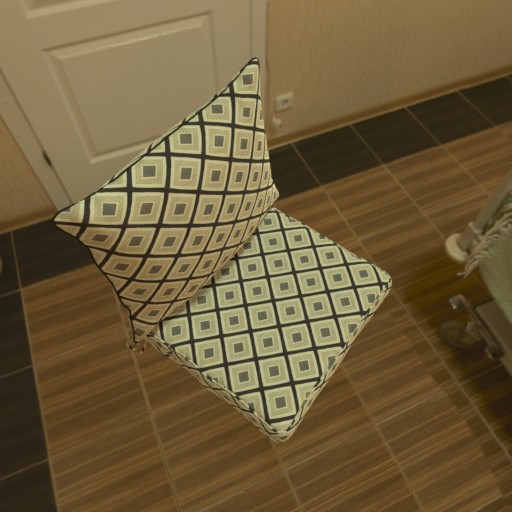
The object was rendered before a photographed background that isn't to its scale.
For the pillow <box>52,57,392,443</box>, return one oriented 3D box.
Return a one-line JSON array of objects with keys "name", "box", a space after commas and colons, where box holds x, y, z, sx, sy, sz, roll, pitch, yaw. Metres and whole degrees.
[{"name": "pillow", "box": [0.000, 0.000, 1.351, 0.733, 0.722, 0.798, 32, 63, 19]}]
